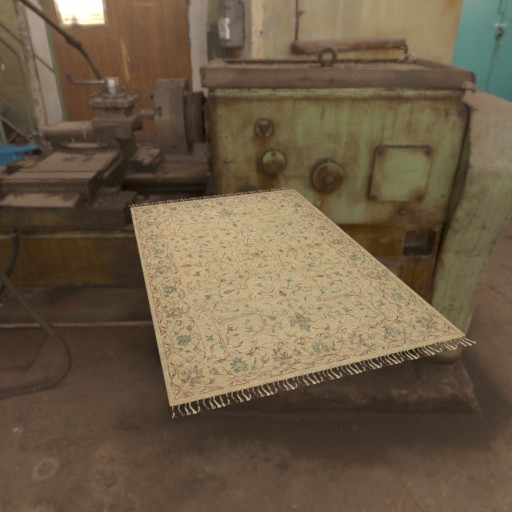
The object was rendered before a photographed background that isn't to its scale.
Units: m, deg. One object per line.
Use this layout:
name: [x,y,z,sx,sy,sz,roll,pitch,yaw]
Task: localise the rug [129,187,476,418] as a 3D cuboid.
rug: [0.000,0.000,3.022,1.544,0.010,2.435,-9,30,-16]
